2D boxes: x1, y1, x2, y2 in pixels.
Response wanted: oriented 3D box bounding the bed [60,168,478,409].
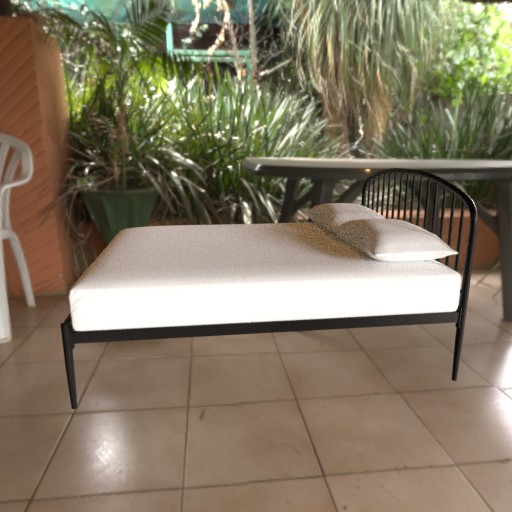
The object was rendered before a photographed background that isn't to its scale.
[{"bbox_3d":[0.000,0.000,3.056,2.159,1.166,1.618,-2,14,-7],"label":"bed"}]
